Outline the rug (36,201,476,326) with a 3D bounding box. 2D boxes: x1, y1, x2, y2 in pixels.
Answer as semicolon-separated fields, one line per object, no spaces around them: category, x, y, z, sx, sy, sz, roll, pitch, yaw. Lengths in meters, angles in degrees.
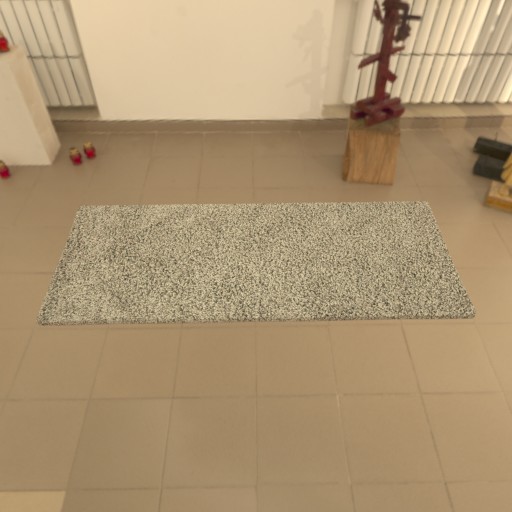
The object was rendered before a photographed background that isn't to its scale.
rug;0.000;0.000;1.737;1.524;0.030;0.609;-1;47;-1
